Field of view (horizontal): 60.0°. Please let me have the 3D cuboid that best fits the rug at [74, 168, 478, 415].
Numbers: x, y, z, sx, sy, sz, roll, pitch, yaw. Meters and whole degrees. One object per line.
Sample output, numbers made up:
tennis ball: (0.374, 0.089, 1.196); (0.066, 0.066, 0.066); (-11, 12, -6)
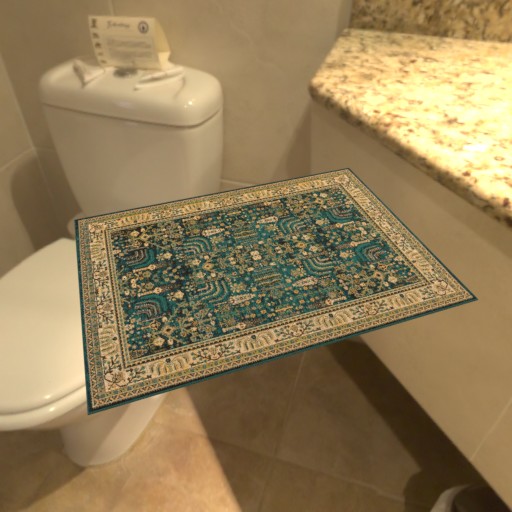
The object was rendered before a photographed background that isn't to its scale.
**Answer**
rug: (0.000, 0.000, 2.897); (2.213, 0.013, 1.594); (-13, 43, -14)
